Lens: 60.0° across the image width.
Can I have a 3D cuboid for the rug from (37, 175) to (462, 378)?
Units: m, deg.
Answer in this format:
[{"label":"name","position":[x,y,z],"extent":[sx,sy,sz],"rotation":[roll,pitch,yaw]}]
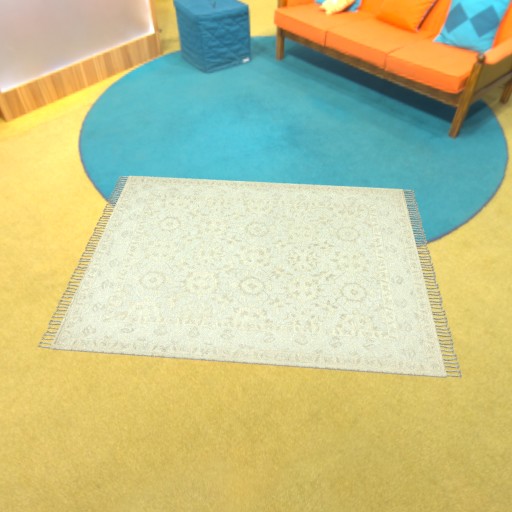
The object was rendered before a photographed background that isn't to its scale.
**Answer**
[{"label":"rug","position":[0.000,0.000,2.258],"extent":[1.771,0.015,1.223],"rotation":[3,47,3]}]
